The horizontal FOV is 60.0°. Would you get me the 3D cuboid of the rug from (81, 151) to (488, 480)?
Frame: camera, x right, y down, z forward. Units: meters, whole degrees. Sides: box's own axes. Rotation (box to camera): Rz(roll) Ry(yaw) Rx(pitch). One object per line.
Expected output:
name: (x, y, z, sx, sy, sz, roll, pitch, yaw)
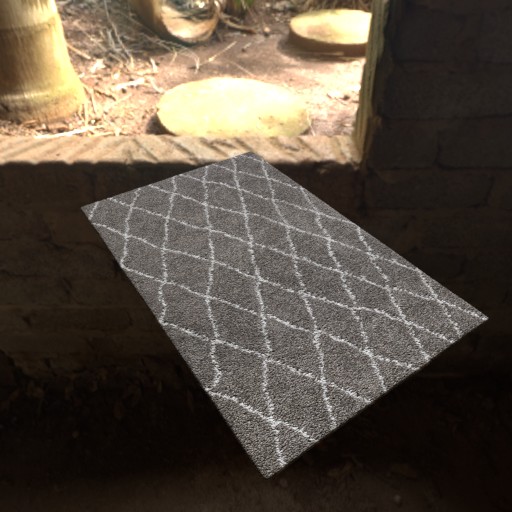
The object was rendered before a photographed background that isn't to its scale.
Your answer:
rug: (0.000, 0.000, 3.335, 1.778, 0.030, 2.743, -24, 47, -25)
